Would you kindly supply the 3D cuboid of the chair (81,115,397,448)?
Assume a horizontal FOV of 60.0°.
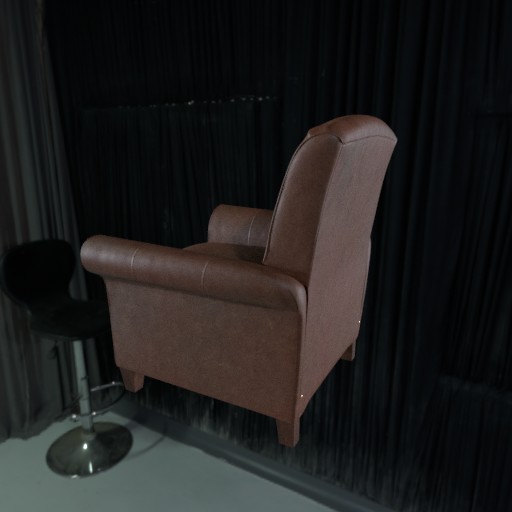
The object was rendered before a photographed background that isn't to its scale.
[{"bbox_3d":[0.000,0.000,1.778,0.902,1.061,0.978,8,17,27],"label":"chair"}]
